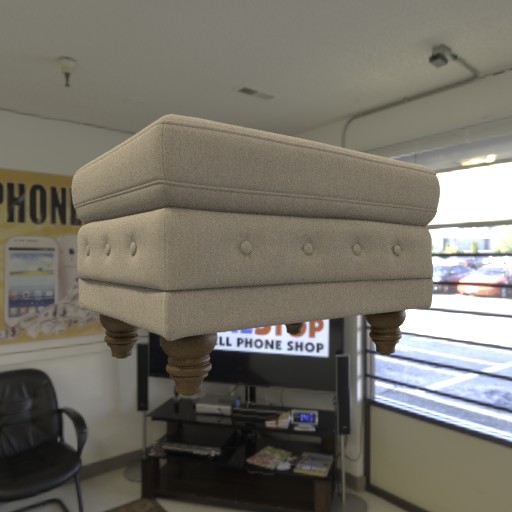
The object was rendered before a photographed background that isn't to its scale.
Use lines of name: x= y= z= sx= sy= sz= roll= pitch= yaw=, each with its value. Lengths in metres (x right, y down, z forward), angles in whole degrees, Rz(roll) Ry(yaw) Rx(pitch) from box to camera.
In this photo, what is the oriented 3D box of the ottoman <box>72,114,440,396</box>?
ottoman: x=0.000 y=0.000 z=1.112 sx=0.771 sy=0.500 sz=0.569 roll=0 pitch=0 yaw=-36
